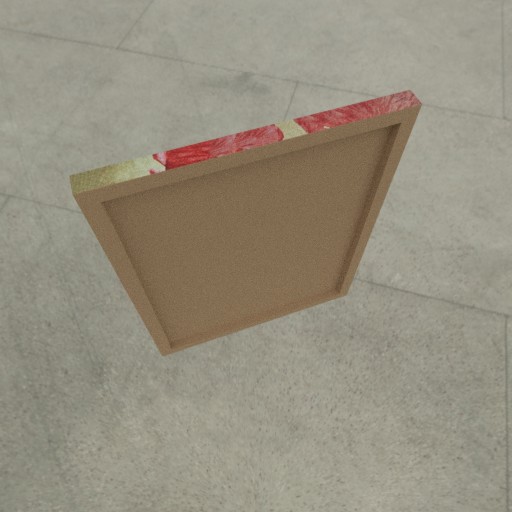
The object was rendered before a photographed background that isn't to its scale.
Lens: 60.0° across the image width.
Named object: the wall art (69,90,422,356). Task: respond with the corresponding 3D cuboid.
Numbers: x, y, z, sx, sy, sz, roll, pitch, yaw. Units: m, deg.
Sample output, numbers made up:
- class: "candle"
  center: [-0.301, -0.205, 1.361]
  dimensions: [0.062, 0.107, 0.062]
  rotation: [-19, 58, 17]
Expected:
- class: "wall art"
  center: [0.000, 0.000, 0.710]
  dimensions: [0.406, 0.508, 0.028]
  rotation: [-17, 60, -10]
